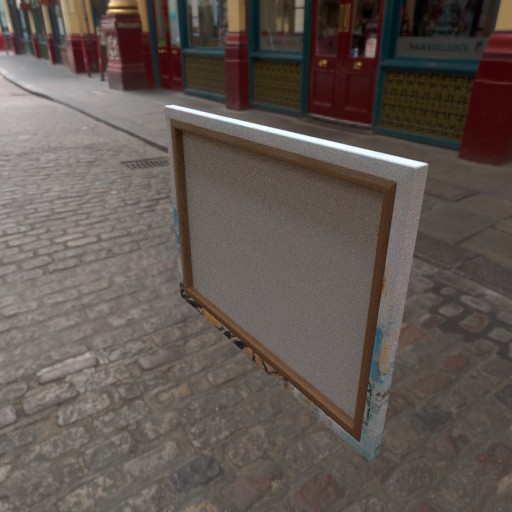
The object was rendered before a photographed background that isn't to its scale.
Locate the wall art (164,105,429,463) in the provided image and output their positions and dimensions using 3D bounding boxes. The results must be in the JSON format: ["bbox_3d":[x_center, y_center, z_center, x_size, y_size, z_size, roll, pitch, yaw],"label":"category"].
[{"bbox_3d":[0.000,0.000,1.332,0.038,0.762,1.016,-18,31,-32],"label":"wall art"}]
